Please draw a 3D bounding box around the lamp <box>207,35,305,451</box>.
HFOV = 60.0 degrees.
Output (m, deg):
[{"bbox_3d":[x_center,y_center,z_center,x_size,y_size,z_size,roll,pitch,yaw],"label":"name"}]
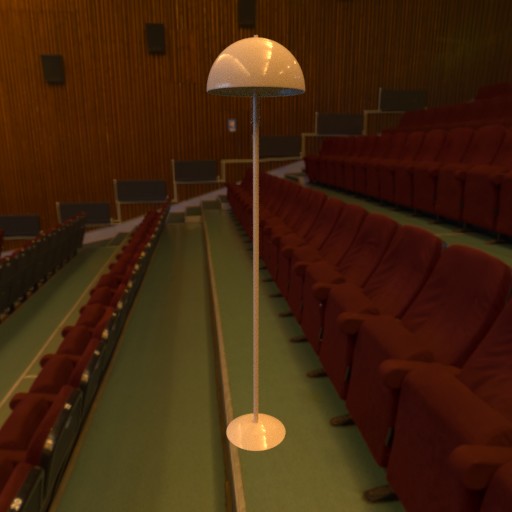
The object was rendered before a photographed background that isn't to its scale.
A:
[{"bbox_3d":[0.000,0.000,1.626,0.328,1.480,0.328,-2,15,-8],"label":"lamp"}]
